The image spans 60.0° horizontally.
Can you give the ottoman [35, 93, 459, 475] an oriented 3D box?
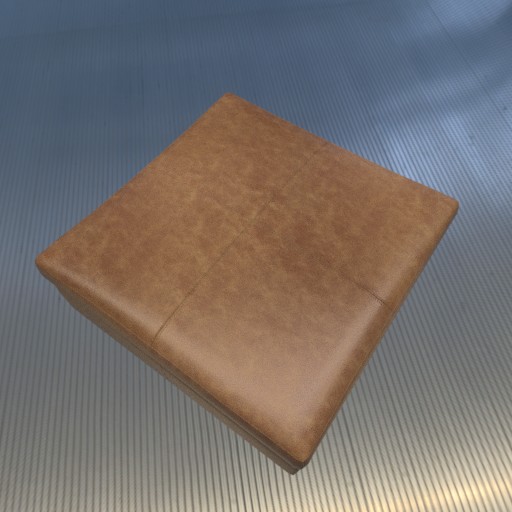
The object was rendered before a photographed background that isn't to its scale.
[{"bbox_3d":[0.000,0.000,1.814,1.168,0.483,1.169,31,63,18],"label":"ottoman"}]
